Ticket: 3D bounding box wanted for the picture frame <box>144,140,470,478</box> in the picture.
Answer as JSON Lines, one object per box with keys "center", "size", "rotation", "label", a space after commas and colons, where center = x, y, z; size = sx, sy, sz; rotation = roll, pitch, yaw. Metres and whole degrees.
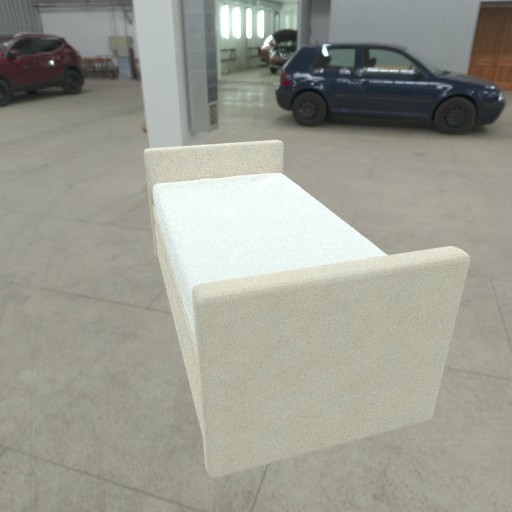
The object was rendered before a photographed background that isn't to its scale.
{"center": [0.000, 0.000, 2.663], "size": [1.069, 0.891, 2.161], "rotation": [-8, 28, -15], "label": "picture frame"}
